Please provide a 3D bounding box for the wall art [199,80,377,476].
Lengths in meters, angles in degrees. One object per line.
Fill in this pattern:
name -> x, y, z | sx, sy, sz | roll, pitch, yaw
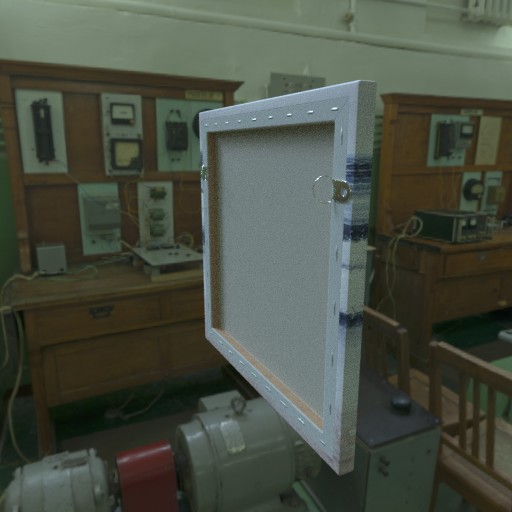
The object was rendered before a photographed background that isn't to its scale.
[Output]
wall art -> 0.000, 0.000, 1.128 | 0.065, 0.747, 0.755 | -7, 15, -26
